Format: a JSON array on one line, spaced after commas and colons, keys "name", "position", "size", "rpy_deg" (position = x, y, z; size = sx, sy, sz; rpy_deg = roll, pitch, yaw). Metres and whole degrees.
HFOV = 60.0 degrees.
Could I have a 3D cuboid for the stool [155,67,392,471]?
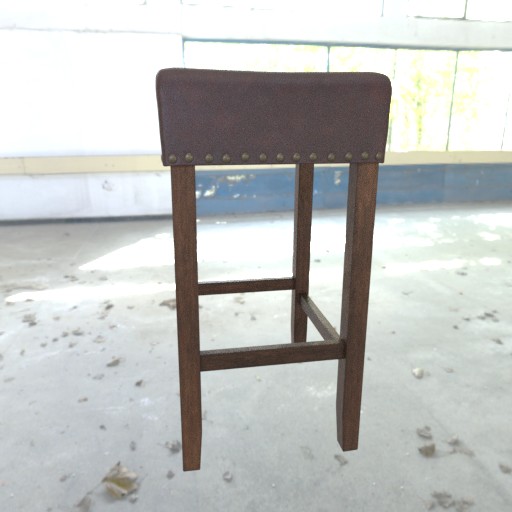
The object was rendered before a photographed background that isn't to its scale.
[{"name": "stool", "position": [0.000, 0.000, 1.038], "size": [0.401, 0.769, 0.465], "rpy_deg": [-3, 17, -10]}]
